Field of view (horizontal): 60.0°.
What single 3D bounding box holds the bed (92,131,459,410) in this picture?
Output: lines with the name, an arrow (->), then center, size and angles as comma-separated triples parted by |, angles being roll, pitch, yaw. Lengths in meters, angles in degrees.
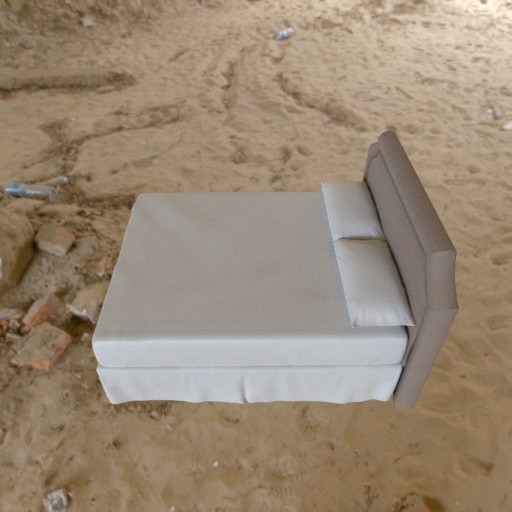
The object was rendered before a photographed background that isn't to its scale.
bed -> 0.000, 0.000, 3.289 | 2.164, 1.303, 1.828 | 0, 42, 0
